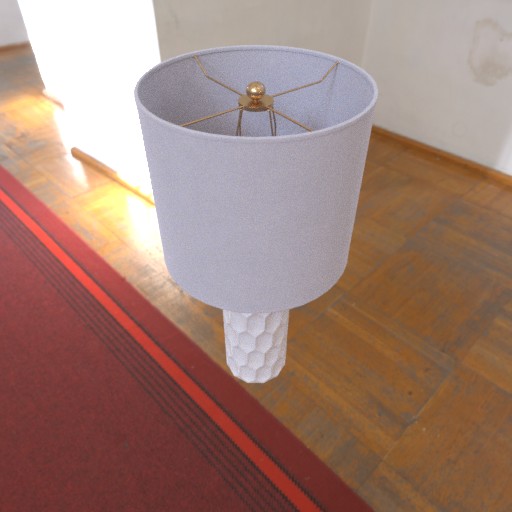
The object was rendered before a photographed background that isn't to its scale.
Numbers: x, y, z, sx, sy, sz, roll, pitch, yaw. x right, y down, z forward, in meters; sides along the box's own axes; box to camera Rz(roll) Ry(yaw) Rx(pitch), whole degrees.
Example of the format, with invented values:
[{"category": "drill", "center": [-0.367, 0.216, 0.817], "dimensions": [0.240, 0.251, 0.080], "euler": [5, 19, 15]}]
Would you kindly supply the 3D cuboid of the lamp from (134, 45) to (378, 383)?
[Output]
[{"category": "lamp", "center": [0.000, 0.000, 0.689], "dimensions": [0.277, 0.537, 0.277], "euler": [0, 42, 0]}]
